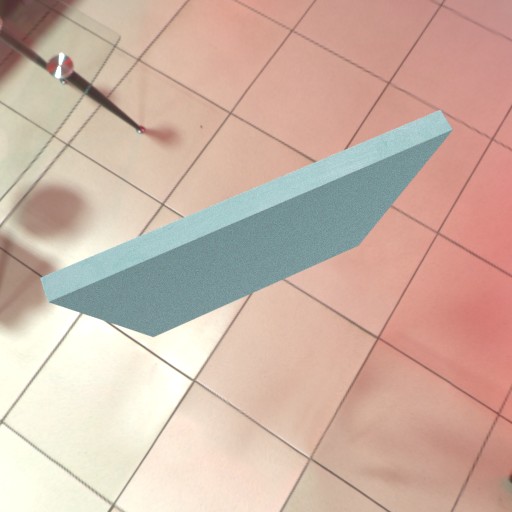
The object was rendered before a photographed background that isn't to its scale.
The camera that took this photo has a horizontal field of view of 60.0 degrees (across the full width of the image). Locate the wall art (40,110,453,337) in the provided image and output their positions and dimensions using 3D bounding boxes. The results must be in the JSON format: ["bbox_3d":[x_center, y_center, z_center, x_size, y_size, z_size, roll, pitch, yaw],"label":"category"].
[{"bbox_3d":[0.000,0.000,0.897,0.603,0.603,0.036,-24,77,-6],"label":"wall art"}]
